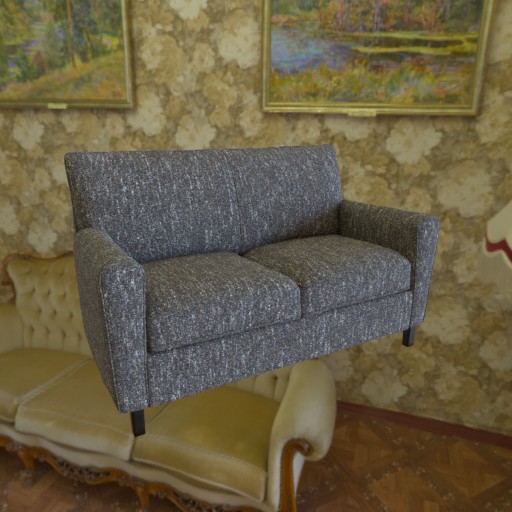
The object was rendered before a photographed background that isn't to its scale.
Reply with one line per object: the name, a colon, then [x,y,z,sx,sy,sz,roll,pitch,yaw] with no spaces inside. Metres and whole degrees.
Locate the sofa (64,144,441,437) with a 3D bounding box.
sofa: [0.000,0.000,2.054,1.519,0.946,0.801,-9,20,-27]
